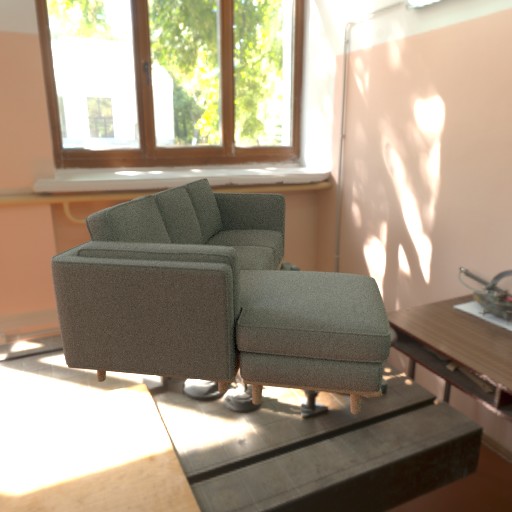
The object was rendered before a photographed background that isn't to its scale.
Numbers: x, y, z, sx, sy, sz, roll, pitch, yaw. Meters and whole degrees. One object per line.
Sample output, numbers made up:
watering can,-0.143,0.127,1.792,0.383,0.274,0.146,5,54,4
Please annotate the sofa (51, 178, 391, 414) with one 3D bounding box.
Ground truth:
sofa,0.000,0.000,3.136,1.604,0.929,2.411,3,15,9
